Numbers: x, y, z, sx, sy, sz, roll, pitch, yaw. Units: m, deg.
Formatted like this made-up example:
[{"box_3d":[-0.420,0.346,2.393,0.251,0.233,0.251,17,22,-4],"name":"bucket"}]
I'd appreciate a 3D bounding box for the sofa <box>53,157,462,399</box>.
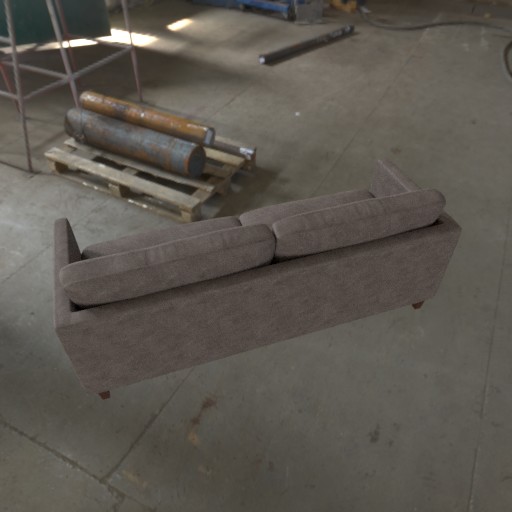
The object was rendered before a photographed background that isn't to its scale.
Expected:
[{"box_3d":[0.000,0.000,2.962,2.434,0.965,0.951,-13,45,-14],"name":"sofa"}]
